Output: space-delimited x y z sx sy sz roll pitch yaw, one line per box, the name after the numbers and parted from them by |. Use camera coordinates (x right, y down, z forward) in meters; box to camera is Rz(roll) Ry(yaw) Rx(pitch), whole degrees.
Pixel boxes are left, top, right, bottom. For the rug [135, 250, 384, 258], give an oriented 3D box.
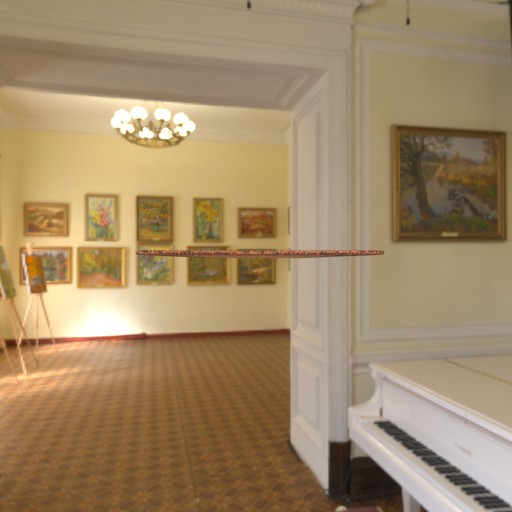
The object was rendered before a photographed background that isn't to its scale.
0.000 0.000 2.604 0.810 0.016 2.413 0 -1 0 | rug
